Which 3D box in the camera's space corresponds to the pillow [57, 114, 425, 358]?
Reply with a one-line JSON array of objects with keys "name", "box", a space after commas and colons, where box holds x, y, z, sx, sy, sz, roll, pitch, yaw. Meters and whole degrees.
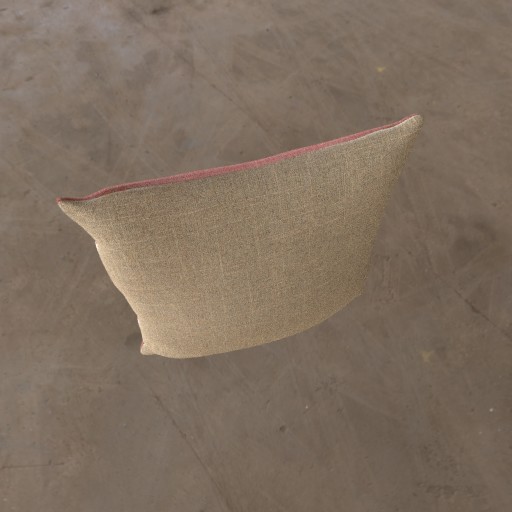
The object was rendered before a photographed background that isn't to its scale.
[{"name": "pillow", "box": [0.000, 0.000, 0.669, 0.439, 0.427, 0.182, -15, 58, -9]}]
